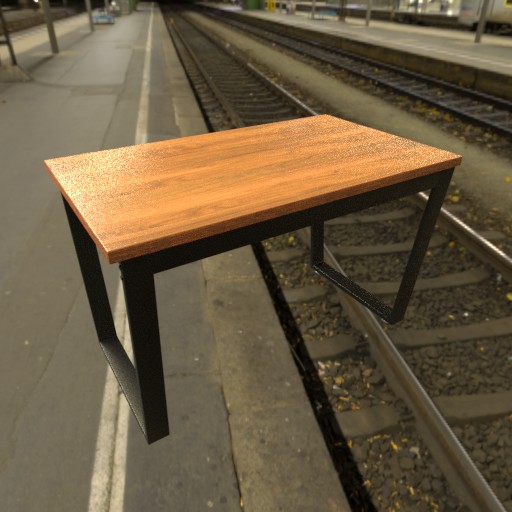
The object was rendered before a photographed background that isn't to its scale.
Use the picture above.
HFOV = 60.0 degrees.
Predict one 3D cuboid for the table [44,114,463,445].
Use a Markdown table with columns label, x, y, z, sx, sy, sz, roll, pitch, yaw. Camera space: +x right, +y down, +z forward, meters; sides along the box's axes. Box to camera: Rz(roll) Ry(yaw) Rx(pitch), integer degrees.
| label | x | y | z | sx | sy | sz | roll | pitch | yaw |
| --- | --- | --- | --- | --- | --- | --- | --- | --- | --- |
| table | 0.000 | 0.000 | 1.674 | 1.205 | 0.760 | 0.714 | -18 | 35 | -27 |
